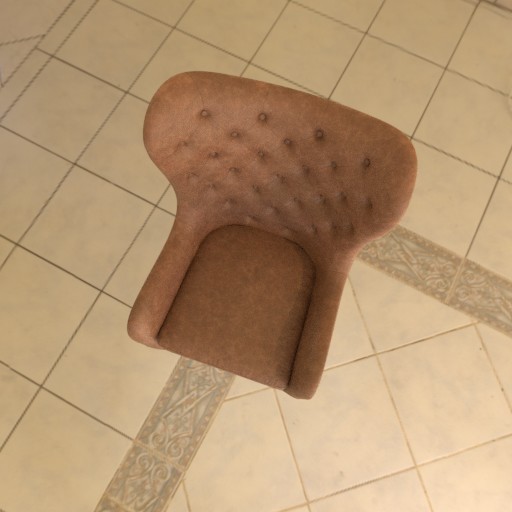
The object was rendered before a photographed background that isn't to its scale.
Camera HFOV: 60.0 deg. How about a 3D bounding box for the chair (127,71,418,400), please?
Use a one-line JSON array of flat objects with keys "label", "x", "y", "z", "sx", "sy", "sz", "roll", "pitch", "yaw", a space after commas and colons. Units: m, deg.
[{"label": "chair", "x": 0.000, "y": 0.000, "z": 1.753, "sx": 0.831, "sy": 1.079, "sz": 0.930, "roll": 18, "pitch": 75, "yaw": 5}]
